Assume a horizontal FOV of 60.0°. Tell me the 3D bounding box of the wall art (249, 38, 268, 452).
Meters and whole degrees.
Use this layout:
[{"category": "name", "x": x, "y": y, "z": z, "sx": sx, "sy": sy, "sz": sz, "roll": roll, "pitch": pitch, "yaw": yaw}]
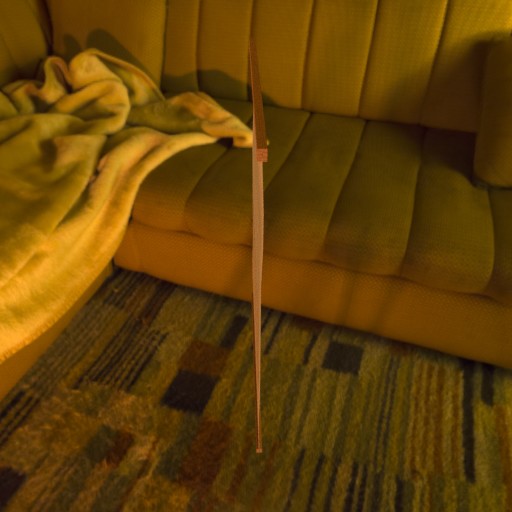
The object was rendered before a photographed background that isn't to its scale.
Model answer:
[{"category": "wall art", "x": 0.000, "y": 0.000, "z": 1.947, "sx": 0.025, "sy": 1.521, "sz": 1.011, "roll": -1, "pitch": 40, "yaw": -1}]
